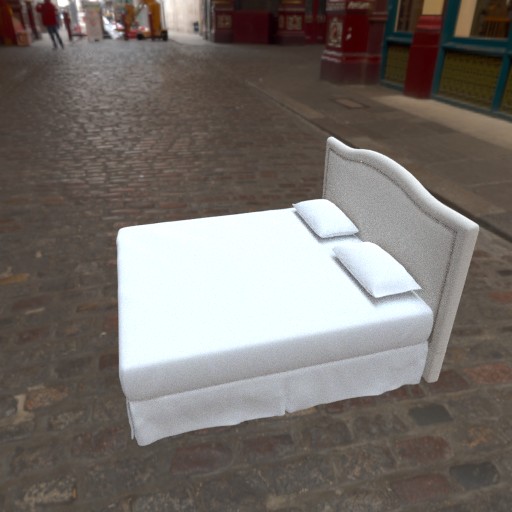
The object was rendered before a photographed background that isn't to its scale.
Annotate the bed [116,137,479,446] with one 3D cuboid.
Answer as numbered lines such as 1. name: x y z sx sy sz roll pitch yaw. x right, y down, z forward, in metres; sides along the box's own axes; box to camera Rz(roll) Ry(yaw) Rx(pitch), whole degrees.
1. bed: 0.000 0.000 3.508 2.182 1.421 2.083 -8 30 -13
